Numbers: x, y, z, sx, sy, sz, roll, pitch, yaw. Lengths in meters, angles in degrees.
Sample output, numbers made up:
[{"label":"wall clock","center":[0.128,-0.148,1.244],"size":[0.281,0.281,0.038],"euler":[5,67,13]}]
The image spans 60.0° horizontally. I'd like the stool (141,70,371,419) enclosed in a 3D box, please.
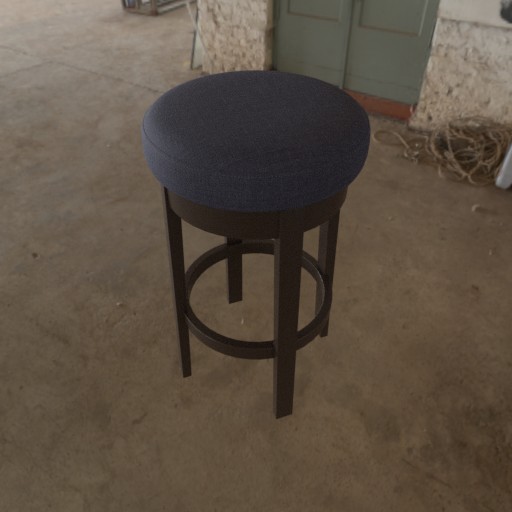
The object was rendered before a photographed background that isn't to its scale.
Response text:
[{"label":"stool","center":[0.000,0.000,1.061],"size":[0.446,0.758,0.446],"euler":[0,42,0]}]
